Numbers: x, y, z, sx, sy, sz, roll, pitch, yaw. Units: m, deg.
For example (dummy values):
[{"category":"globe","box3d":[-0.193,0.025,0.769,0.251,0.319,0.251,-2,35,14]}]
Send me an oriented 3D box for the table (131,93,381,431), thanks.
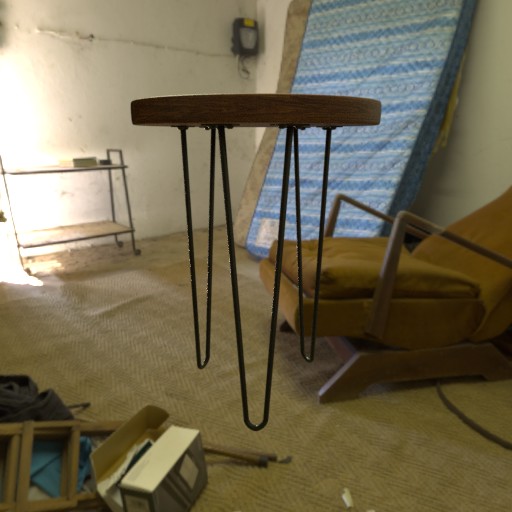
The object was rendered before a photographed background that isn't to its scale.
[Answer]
[{"category":"table","box3d":[0.000,0.000,0.799,0.400,0.520,0.400,0,15,0]}]
